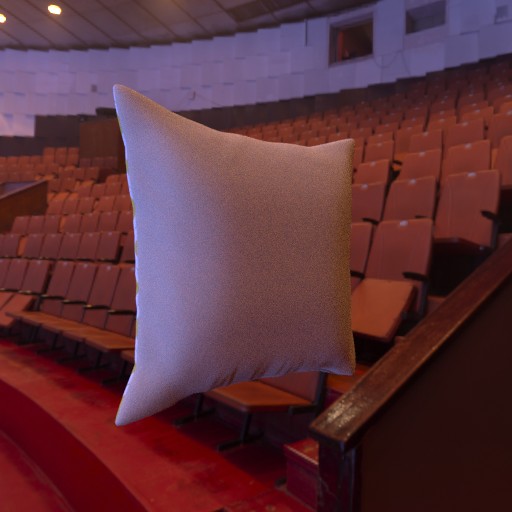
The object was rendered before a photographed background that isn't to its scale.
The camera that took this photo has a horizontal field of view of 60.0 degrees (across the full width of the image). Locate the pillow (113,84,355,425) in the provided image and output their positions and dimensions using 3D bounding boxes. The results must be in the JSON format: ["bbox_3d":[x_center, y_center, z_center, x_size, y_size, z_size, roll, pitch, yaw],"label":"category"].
[{"bbox_3d":[0.000,0.000,0.783,0.504,0.494,0.188,0,0,-35],"label":"pillow"}]
